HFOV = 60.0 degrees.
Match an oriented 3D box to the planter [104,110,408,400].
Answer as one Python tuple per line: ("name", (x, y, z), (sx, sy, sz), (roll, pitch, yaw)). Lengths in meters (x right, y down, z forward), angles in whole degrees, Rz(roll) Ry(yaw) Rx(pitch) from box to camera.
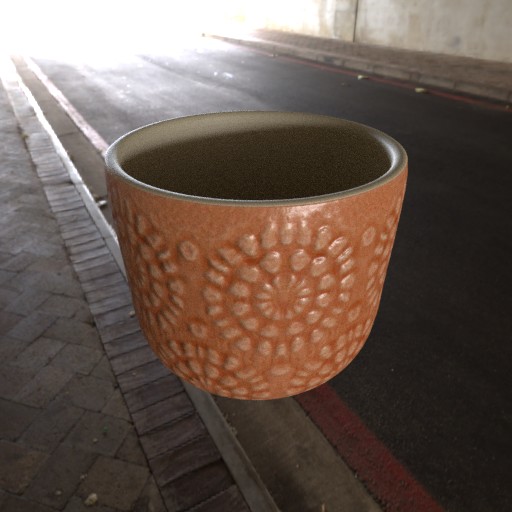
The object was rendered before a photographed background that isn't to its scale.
("planter", (0.000, 0.000, 0.213), (0.124, 0.109, 0.124), (0, 31, 0))
